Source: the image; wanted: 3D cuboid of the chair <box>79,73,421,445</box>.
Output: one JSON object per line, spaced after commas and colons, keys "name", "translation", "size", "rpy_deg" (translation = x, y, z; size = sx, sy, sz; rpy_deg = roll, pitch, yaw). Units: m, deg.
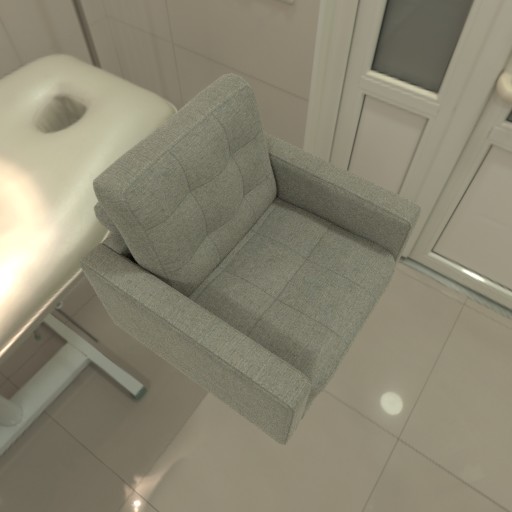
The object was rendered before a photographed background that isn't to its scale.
{"name": "chair", "translation": [0.000, 0.000, 1.518], "size": [0.843, 0.880, 0.821], "rpy_deg": [30, 61, 19]}
